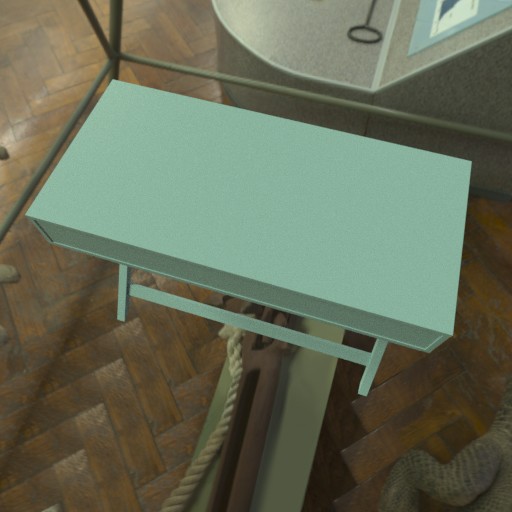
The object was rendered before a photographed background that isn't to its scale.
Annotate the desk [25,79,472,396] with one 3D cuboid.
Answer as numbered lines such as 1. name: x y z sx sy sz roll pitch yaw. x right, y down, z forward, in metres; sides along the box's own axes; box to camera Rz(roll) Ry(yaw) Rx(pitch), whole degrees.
1. desk: 0.000 0.000 1.497 1.059 0.780 0.509 16 64 8
